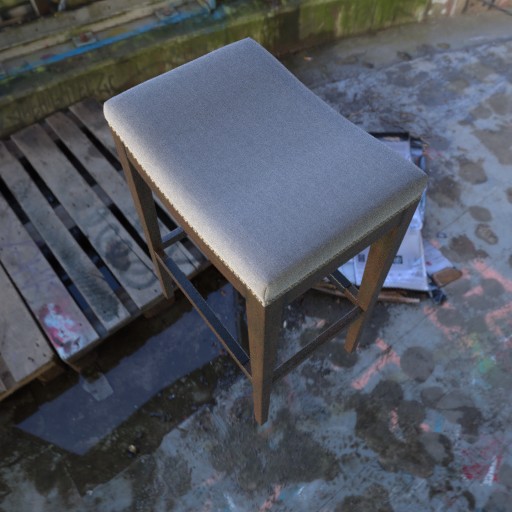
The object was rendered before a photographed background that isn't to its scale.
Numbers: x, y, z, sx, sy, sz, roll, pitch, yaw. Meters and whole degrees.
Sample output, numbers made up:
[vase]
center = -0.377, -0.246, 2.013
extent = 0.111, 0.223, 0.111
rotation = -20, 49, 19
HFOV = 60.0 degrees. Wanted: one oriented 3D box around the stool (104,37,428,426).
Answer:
[stool]
center = 0.000, 0.000, 1.044
extent = 0.356, 0.762, 0.508
rotation = -33, 64, -19
